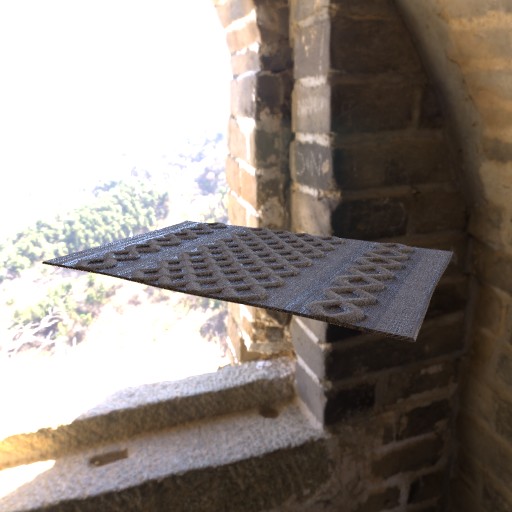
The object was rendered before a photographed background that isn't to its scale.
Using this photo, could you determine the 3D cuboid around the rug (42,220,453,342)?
[{"bbox_3d":[0.000,0.000,2.353,1.823,0.030,1.222,8,18,27],"label":"rug"}]
